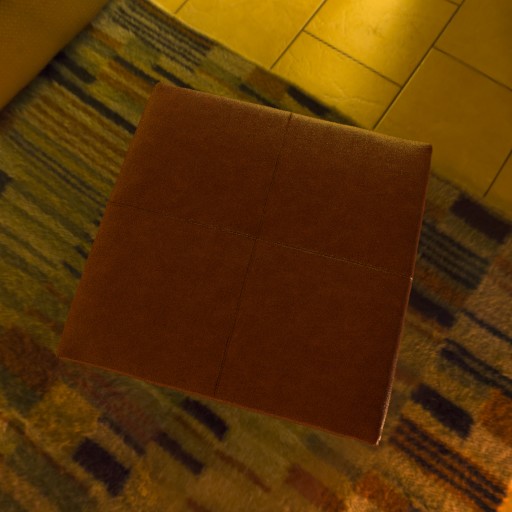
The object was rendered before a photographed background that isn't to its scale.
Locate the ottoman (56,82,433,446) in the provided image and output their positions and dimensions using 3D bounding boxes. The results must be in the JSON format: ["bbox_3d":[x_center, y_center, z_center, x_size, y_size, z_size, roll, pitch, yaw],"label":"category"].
[{"bbox_3d":[0.000,0.000,1.595,1.016,0.442,1.013,14,76,4],"label":"ottoman"}]
